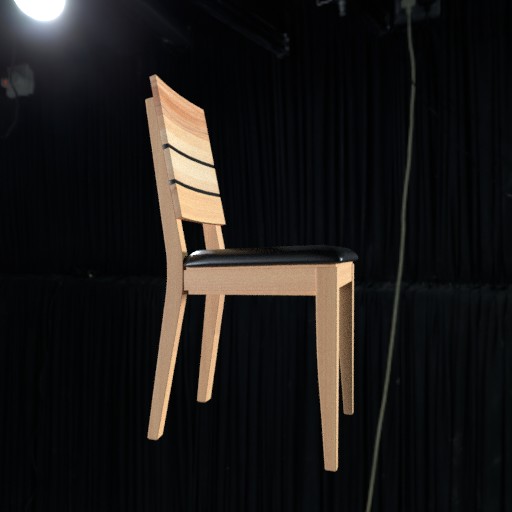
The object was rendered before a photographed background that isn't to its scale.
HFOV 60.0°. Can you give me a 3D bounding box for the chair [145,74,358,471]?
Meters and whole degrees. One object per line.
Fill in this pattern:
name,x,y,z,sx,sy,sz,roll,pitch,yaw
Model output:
chair,0.000,0.000,1.220,0.520,0.940,0.410,0,0,18
